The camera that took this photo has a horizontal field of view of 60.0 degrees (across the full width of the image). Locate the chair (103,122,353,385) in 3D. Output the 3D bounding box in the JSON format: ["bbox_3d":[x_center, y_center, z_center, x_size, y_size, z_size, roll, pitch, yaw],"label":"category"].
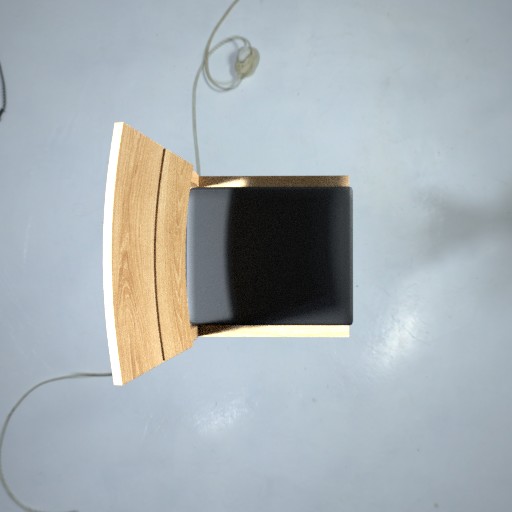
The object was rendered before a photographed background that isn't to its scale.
[{"bbox_3d":[0.000,0.000,1.277,0.569,0.950,0.475,0,89,-1],"label":"chair"}]
